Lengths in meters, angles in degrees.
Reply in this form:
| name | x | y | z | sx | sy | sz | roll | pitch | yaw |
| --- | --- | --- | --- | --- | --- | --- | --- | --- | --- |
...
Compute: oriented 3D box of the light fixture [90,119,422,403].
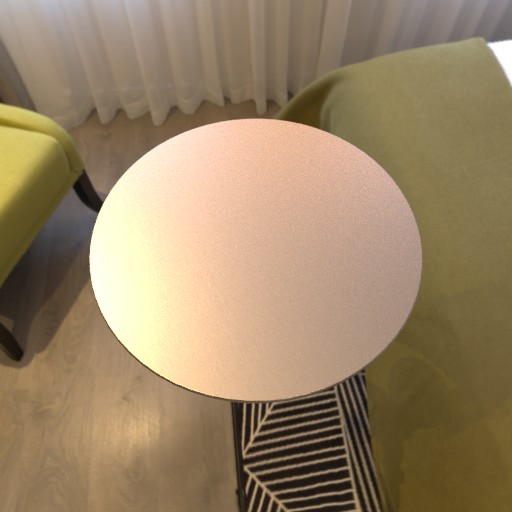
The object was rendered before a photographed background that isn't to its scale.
| name | x | y | z | sx | sy | sz | roll | pitch | yaw |
| --- | --- | --- | --- | --- | --- | --- | --- | --- | --- |
| light fixture | 0.000 | 0.000 | 0.538 | 0.368 | 0.100 | 0.368 | 0 | 59 | 0 |
